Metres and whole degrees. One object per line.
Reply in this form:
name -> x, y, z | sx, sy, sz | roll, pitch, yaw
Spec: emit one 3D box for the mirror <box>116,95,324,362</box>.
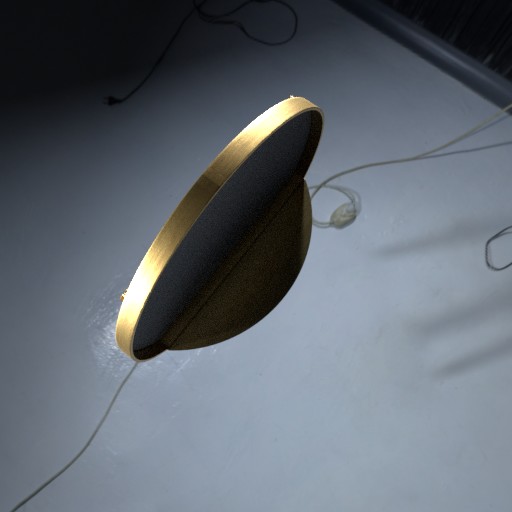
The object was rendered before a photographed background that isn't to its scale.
mirror -> 0.000, 0.000, 0.679 | 0.133, 0.457, 0.457 | 36, 78, 9
